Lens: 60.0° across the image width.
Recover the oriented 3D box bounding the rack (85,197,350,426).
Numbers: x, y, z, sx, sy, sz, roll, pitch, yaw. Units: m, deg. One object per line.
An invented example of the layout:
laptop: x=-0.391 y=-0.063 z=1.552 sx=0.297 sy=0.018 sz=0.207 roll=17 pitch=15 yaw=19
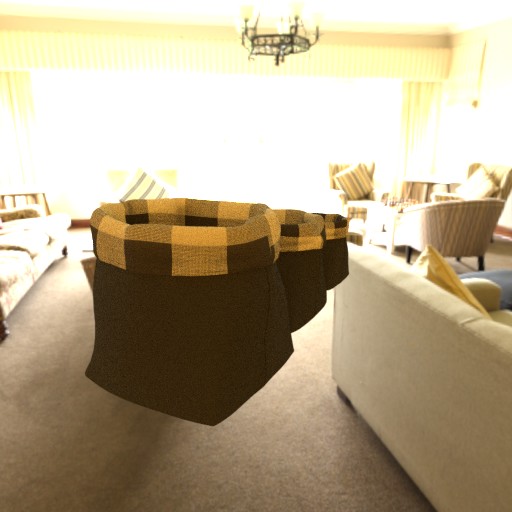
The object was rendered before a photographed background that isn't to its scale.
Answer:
rack: x=0.000 y=0.000 z=1.103 sx=0.370 sy=0.329 sz=0.889 roll=9 pitch=18 yaw=28
